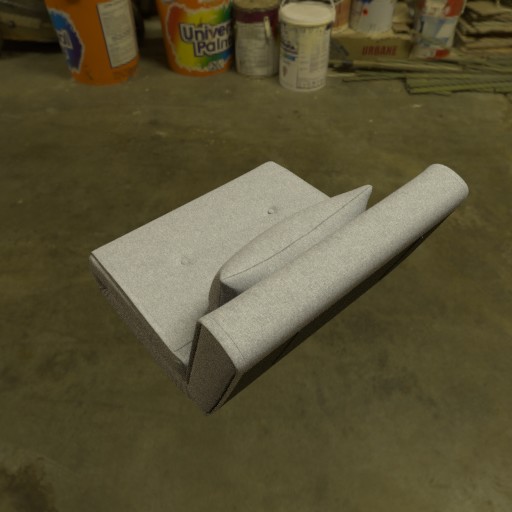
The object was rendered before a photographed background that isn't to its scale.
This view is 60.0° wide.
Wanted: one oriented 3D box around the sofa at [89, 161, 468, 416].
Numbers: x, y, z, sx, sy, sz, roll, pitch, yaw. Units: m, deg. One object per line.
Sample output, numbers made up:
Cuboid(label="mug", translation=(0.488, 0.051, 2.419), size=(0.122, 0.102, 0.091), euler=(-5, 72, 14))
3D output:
Cuboid(label="sofa", translation=(0.000, 0.000, 1.748), size=(1.020, 0.825, 1.000), euler=(-32, 54, -27))
